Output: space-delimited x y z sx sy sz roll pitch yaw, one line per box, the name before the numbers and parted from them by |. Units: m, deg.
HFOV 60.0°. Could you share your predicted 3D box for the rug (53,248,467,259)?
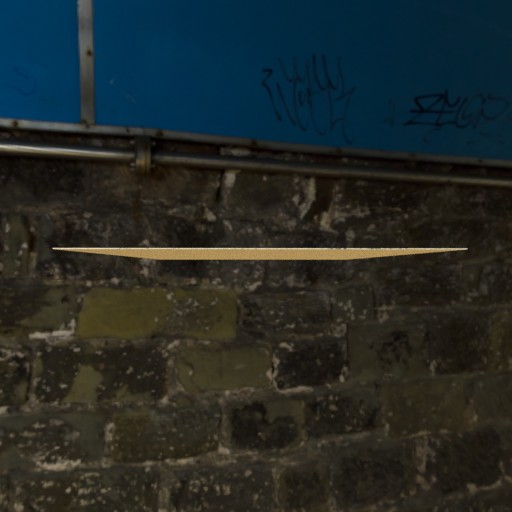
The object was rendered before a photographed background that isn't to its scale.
rug | 0.000 0.000 4.202 2.438 0.006 3.197 0 -2 -1
